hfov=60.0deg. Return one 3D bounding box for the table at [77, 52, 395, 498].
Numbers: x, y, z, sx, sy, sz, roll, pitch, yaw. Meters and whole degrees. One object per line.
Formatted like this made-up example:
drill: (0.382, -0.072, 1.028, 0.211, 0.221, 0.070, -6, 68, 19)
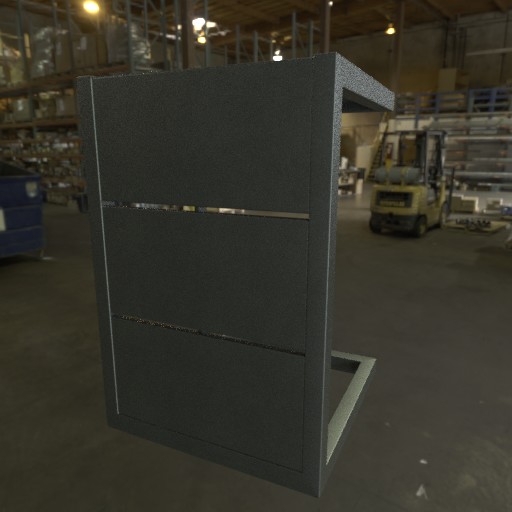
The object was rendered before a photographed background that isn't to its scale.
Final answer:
table: (0.000, 0.000, 0.843, 0.405, 0.609, 0.420, 6, 15, 25)
